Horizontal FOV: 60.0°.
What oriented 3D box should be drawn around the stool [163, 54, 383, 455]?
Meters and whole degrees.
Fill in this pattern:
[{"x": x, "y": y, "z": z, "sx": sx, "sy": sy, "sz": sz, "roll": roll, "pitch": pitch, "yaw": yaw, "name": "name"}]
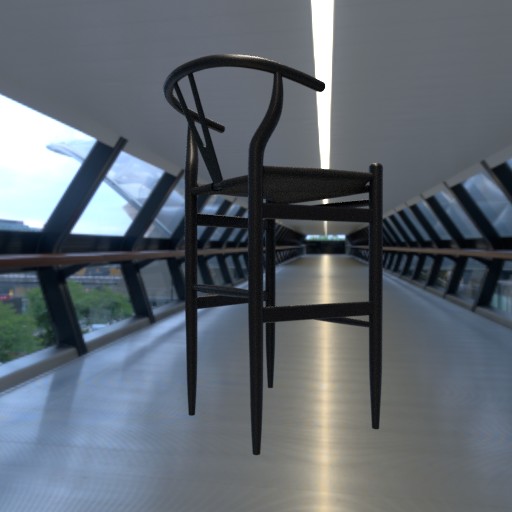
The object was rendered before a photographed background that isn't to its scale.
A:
[{"x": 0.000, "y": 0.000, "z": 1.429, "sx": 0.579, "sy": 1.072, "sz": 0.569, "roll": 0, "pitch": 0, "yaw": -37, "name": "stool"}]
